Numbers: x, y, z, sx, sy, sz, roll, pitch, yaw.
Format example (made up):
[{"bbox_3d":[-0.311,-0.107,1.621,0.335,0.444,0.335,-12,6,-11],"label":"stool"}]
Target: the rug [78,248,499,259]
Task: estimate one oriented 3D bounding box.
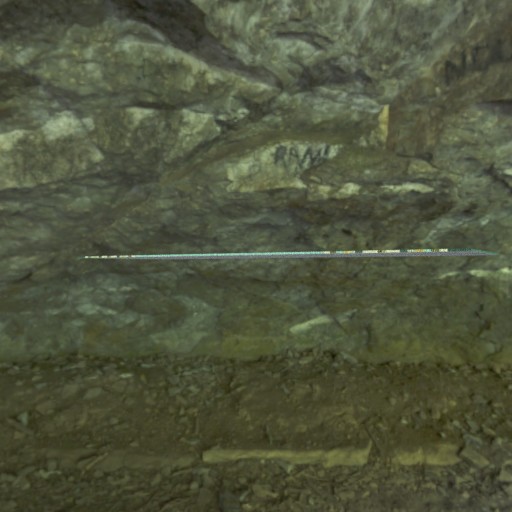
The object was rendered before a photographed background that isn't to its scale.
[{"bbox_3d":[0.000,0.000,2.613,2.441,0.010,0.744,-1,-2,35],"label":"rug"}]
